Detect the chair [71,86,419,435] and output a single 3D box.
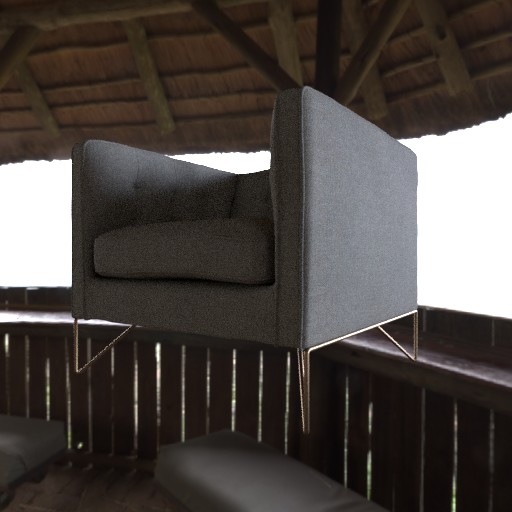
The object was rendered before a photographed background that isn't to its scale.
[{"bbox_3d":[0.000,0.000,1.589,0.920,0.799,0.912,0,0,35],"label":"chair"}]
